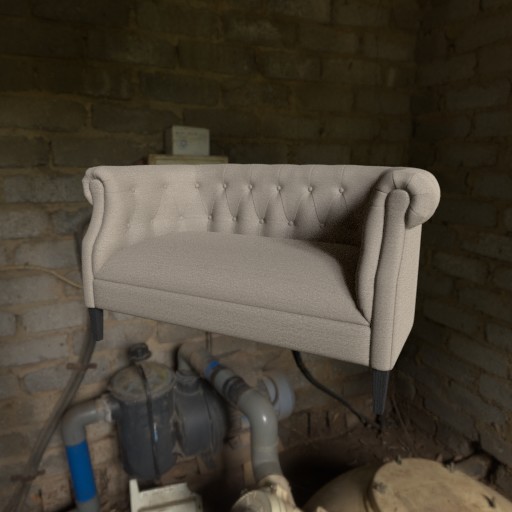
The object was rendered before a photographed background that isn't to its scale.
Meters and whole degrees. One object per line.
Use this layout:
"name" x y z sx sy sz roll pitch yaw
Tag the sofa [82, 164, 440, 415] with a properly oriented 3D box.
"sofa" 0.000 0.000 2.069 1.558 0.827 0.835 7 14 27
